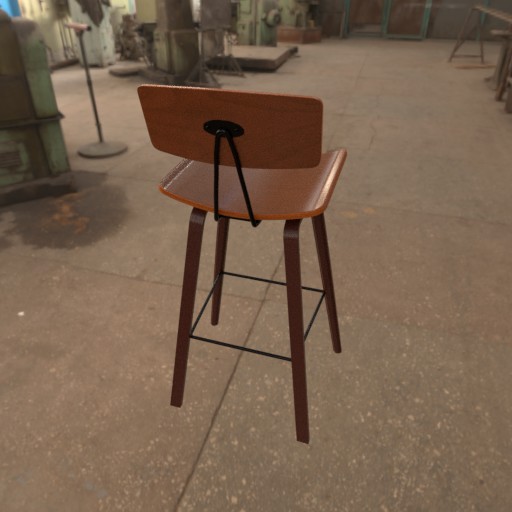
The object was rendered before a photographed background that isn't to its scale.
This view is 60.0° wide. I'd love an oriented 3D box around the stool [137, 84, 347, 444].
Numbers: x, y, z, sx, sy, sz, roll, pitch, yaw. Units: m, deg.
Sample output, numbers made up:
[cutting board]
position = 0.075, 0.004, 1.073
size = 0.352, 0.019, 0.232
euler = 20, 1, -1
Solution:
[stool]
position = 0.000, 0.000, 1.235
size = 0.509, 0.969, 0.440
euler = 10, 33, 15
